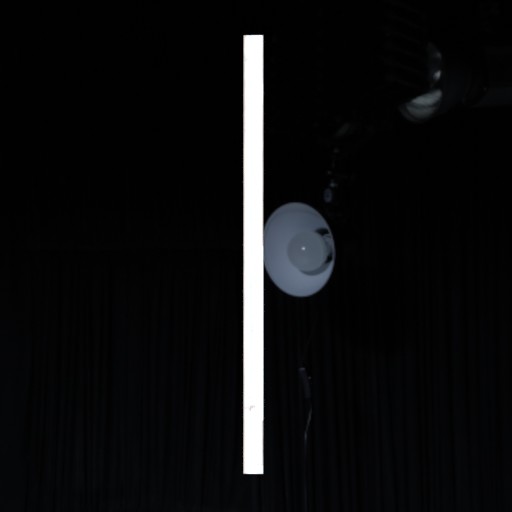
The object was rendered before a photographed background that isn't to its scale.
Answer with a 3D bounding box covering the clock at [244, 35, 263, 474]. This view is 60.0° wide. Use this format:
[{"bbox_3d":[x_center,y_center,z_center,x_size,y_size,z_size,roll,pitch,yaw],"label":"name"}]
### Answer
[{"bbox_3d":[0.000,0.000,1.065,0.032,0.705,0.705,0,-1,1],"label":"clock"}]
